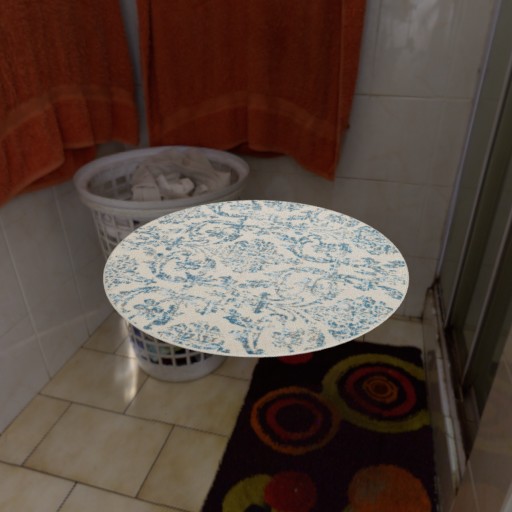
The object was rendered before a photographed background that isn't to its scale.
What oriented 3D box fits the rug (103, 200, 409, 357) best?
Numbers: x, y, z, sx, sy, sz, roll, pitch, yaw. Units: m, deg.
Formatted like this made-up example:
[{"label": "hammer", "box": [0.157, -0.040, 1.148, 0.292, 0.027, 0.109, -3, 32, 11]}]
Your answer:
[{"label": "rug", "box": [0.000, 0.000, 2.411, 1.593, 0.012, 1.593, 0, 29, 0]}]
